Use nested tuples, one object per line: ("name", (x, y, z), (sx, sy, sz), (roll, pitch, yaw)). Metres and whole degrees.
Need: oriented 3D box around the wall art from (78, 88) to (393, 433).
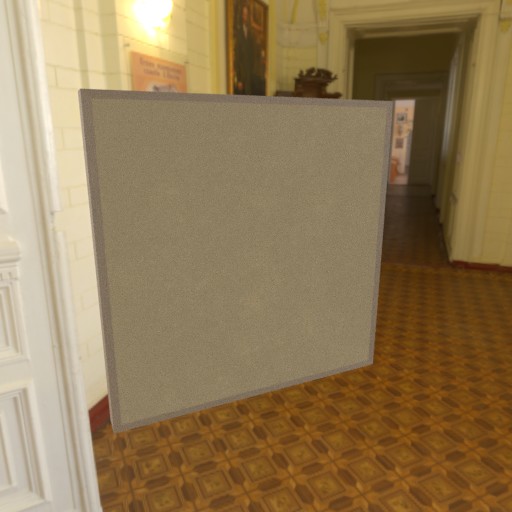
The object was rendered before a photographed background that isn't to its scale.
("wall art", (0.000, 0.000, 0.747), (0.508, 0.506, 0.038), (-7, 17, -24))
